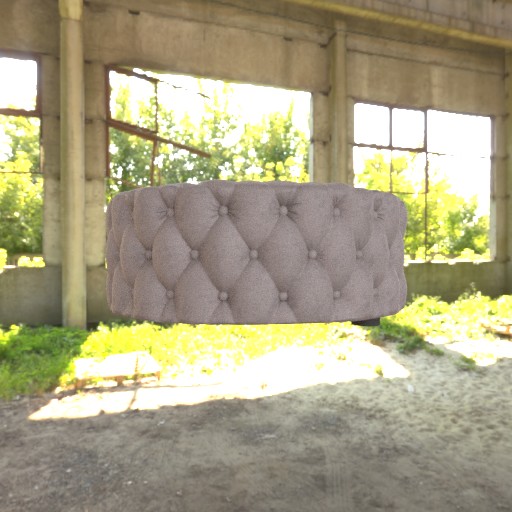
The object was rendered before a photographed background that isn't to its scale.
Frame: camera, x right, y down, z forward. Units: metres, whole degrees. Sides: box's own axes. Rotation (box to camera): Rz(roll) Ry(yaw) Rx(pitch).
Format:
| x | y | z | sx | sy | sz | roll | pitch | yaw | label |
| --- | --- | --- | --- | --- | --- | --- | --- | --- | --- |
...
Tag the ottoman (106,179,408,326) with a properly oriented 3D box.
| x | y | z | sx | sy | sz | roll | pitch | yaw | label |
| --- | --- | --- | --- | --- | --- | --- | --- | --- | --- |
| 0.000 | 0.000 | 1.538 | 0.998 | 0.399 | 0.998 | 0 | 0 | 0 | ottoman |
